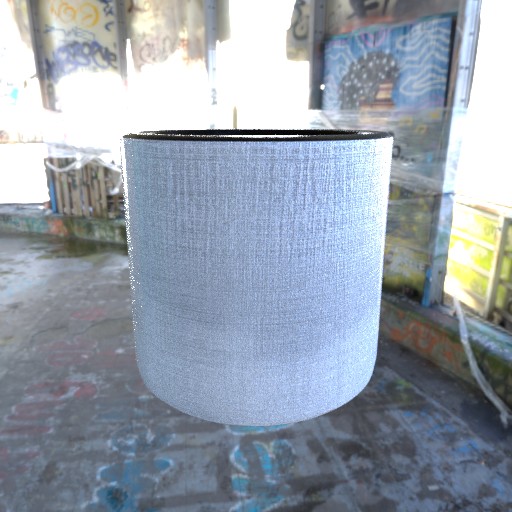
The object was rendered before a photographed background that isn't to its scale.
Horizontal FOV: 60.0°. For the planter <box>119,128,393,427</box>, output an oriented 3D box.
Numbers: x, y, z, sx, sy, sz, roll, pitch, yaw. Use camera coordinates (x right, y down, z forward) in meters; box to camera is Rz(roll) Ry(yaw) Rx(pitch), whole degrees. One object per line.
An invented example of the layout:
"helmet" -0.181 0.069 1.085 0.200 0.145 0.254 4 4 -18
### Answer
"planter" 0.000 0.000 0.287 0.160 0.156 0.160 0 17 0
